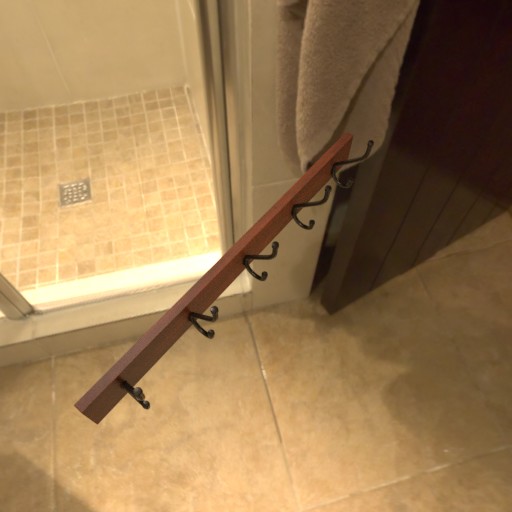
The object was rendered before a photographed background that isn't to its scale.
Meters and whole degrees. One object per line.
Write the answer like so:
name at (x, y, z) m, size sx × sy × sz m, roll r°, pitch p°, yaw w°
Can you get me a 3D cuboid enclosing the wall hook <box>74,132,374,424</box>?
wall hook at (0.000, 0.000, 0.610) m, size 0.071 × 0.117 × 0.571 m, roll 34°, pitch 64°, yaw 20°
